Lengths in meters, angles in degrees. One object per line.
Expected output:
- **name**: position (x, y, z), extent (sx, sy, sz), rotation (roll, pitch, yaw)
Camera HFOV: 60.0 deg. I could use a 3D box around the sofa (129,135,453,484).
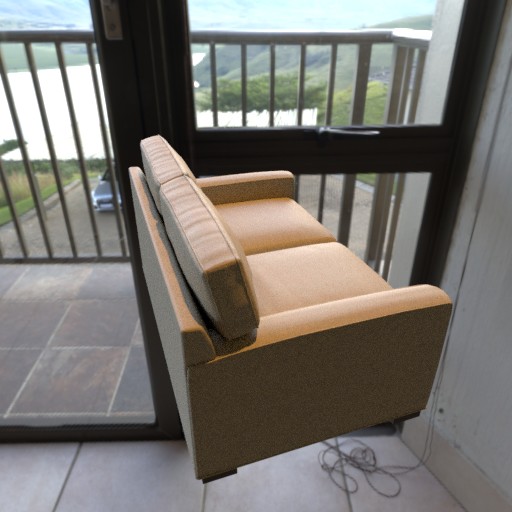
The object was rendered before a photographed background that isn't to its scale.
- **sofa**: position (0.000, 0.000, 2.034), extent (0.942, 0.853, 1.484), rotation (-10, 31, -17)
